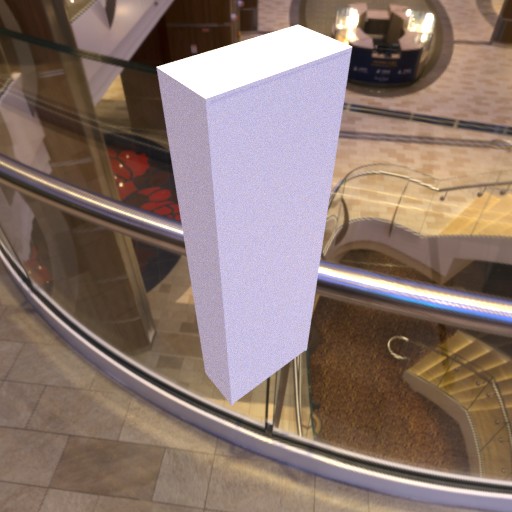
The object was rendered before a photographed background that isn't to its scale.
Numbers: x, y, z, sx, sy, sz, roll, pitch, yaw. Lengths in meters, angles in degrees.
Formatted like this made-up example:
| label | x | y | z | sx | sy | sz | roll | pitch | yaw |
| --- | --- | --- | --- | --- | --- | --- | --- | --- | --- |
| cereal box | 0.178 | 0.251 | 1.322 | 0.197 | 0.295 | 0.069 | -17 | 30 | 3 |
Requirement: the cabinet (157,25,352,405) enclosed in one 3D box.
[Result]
| label | x | y | z | sx | sy | sz | roll | pitch | yaw |
| --- | --- | --- | --- | --- | --- | --- | --- | --- | --- |
| cabinet | 0.000 | 0.000 | 1.840 | 0.520 | 1.630 | 0.255 | -30 | 53 | -26 |
